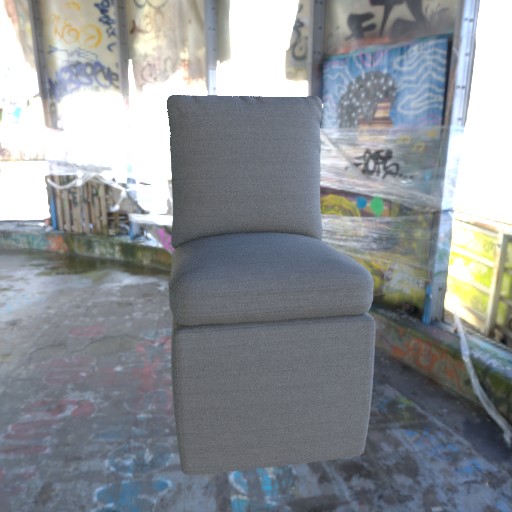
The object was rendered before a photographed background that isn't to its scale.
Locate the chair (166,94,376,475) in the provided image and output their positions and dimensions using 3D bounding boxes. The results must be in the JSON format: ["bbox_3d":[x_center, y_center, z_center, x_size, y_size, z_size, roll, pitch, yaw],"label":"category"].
[{"bbox_3d":[0.000,0.000,1.305,0.503,0.927,0.698,-2,15,-9],"label":"chair"}]
